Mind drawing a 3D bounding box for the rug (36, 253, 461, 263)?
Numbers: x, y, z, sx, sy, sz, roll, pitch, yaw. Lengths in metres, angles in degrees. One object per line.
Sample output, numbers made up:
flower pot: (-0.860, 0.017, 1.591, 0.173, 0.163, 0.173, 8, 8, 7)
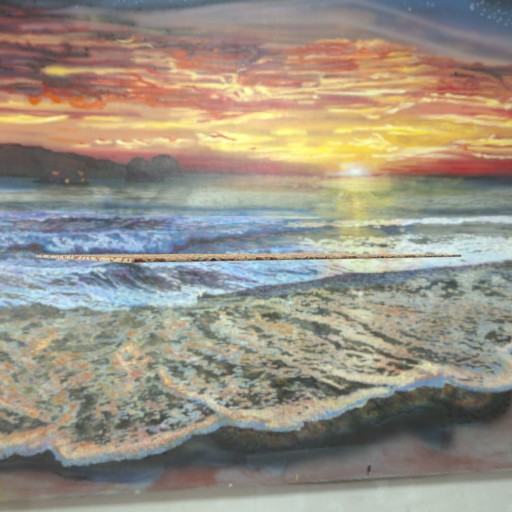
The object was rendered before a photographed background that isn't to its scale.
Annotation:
rug: (0.000, 0.000, 2.289, 1.838, 0.013, 1.226, -1, 1, -38)
